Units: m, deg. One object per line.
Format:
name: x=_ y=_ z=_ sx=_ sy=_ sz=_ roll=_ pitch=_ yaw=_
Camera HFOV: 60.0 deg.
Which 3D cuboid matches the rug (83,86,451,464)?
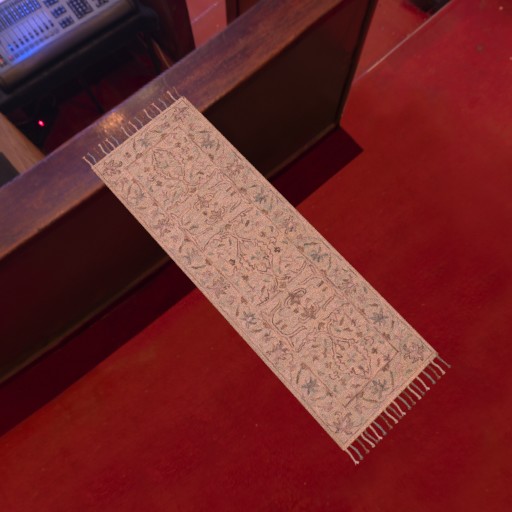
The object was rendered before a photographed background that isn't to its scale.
rug: x=0.000 y=0.000 z=2.658 sx=0.769 sy=0.013 sz=2.440 roll=-42 pitch=80 yaw=-9
